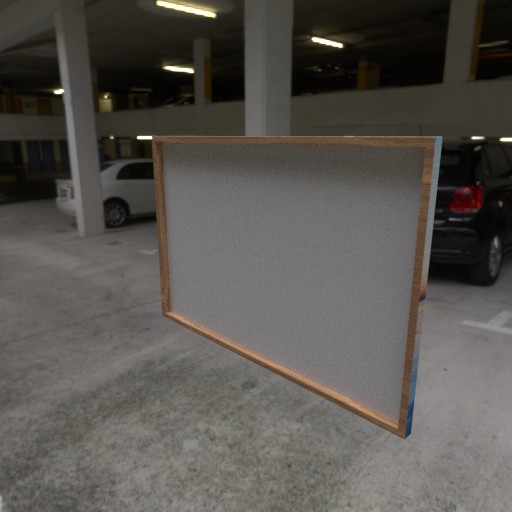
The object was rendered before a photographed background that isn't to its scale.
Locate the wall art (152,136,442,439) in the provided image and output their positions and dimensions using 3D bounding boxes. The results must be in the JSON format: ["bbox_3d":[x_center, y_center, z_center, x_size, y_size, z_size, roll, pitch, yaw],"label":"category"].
[{"bbox_3d":[0.000,0.000,0.771,0.018,0.402,0.604,-14,21,-42],"label":"wall art"}]
